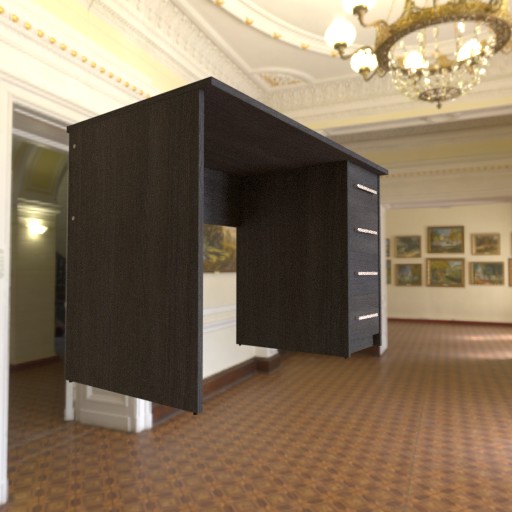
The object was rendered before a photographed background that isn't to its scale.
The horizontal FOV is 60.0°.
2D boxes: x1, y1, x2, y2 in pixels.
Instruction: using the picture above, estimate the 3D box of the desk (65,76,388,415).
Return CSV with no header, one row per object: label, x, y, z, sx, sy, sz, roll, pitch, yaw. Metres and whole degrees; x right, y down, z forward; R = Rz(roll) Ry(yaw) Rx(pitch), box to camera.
desk,0.000,0.000,1.545,0.560,0.730,1.096,-2,-3,36
